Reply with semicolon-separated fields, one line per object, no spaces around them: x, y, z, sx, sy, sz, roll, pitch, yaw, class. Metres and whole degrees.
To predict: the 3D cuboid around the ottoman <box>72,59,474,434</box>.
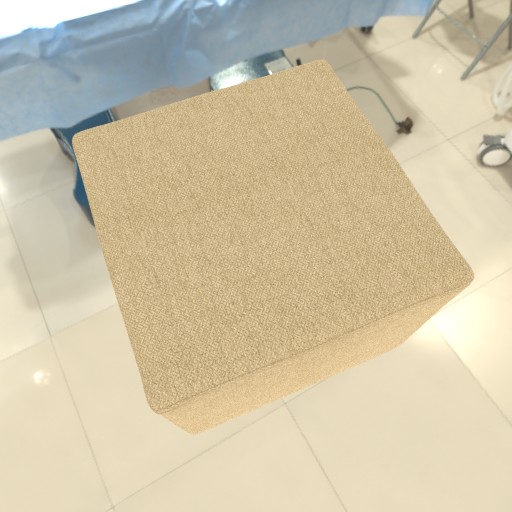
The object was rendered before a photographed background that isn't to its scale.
0.000;0.000;0.877;0.508;0.432;0.508;-20;65;-10;ottoman
